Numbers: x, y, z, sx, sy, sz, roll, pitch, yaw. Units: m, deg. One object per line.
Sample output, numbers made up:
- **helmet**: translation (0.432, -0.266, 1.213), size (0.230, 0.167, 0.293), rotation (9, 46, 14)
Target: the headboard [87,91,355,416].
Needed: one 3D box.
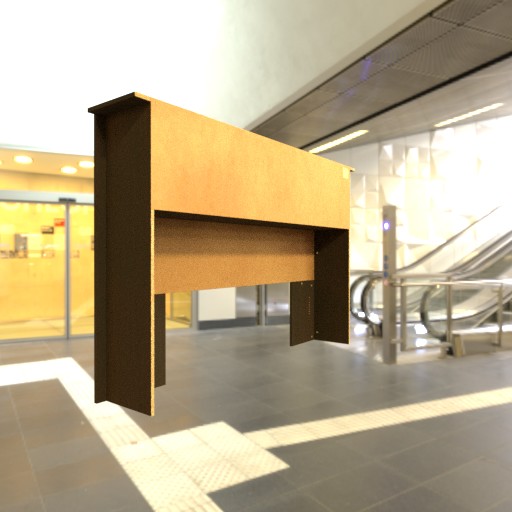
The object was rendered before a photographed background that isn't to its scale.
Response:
- **headboard**: translation (0.000, 0.000, 2.208), size (0.279, 1.092, 1.671), rotation (0, 0, 38)
